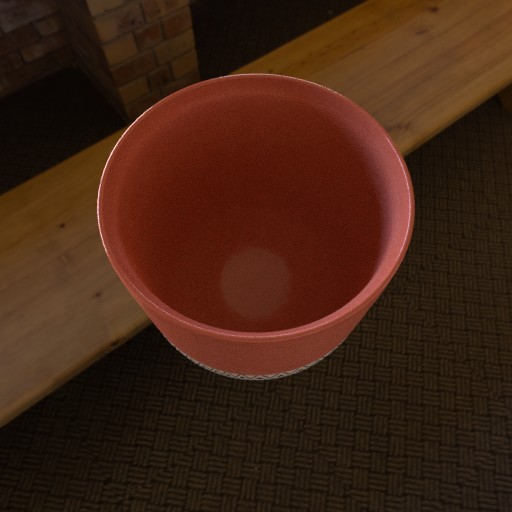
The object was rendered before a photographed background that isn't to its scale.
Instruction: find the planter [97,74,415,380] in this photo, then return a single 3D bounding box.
[{"bbox_3d":[0.000,0.000,0.495,0.266,0.270,0.266,0,64,0],"label":"planter"}]
